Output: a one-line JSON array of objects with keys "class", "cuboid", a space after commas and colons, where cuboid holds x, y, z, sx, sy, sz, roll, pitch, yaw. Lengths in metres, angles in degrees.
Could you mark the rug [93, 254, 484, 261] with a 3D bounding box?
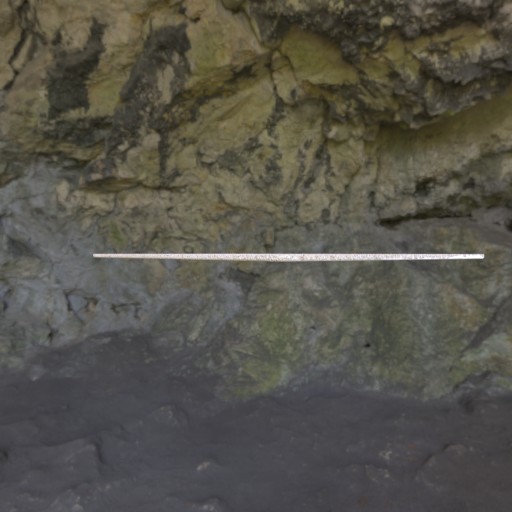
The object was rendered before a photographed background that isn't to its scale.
[{"class": "rug", "cuboid": [0.000, 0.000, 3.003, 1.500, 0.026, 2.349, 0, 0, -36]}]
